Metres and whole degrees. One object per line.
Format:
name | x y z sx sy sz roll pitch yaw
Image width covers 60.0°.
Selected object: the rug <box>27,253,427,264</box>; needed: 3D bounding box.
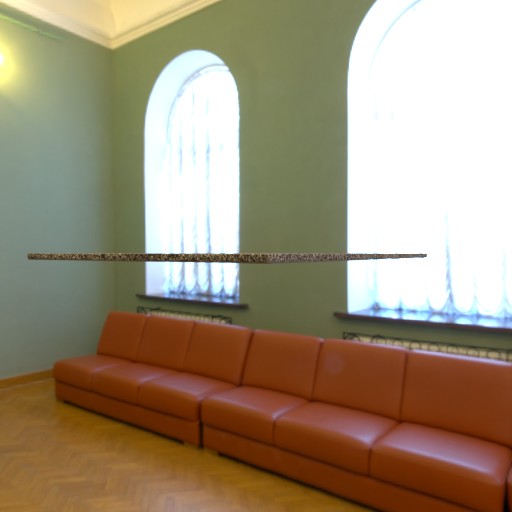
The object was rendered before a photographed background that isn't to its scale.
rug | 0.000 0.000 2.145 1.198 0.025 1.601 0 1 35
